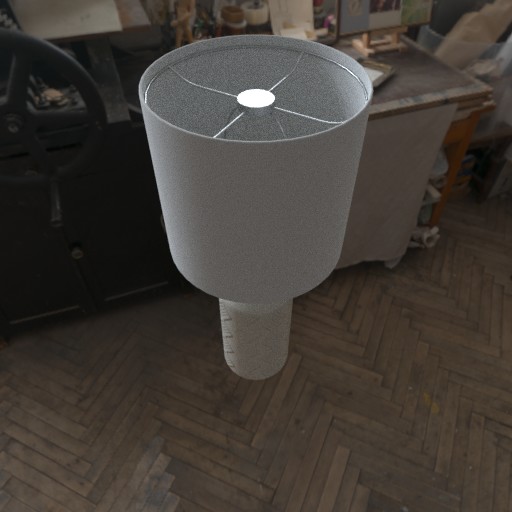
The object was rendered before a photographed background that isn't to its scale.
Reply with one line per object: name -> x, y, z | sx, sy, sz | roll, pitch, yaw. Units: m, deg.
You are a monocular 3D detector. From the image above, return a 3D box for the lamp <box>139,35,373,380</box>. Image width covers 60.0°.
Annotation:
lamp -> 0.000, 0.000, 0.563 | 0.207, 0.461, 0.207 | 23, 51, 20
